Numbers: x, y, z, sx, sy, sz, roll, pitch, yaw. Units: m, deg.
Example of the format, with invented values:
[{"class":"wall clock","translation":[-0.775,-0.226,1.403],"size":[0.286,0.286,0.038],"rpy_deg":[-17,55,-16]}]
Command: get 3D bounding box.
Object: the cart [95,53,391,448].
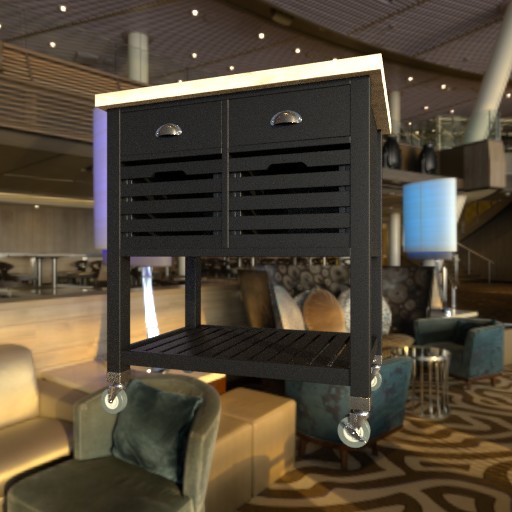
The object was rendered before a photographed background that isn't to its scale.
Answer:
[{"class":"cart","translation":[0.000,0.000,1.405],"size":[0.797,0.920,0.567],"rpy_deg":[0,0,19]}]
